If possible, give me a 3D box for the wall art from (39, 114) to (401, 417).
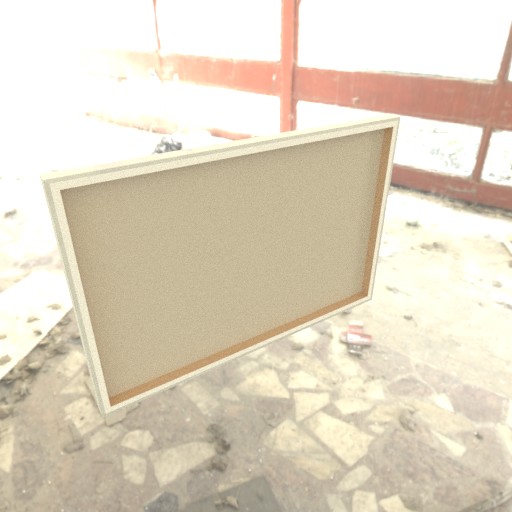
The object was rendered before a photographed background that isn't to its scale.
[{"bbox_3d":[0.000,0.000,1.160,0.915,0.610,0.038,-18,34,-28],"label":"wall art"}]
